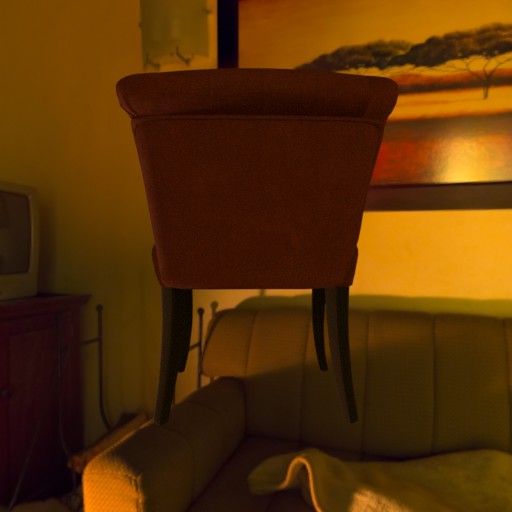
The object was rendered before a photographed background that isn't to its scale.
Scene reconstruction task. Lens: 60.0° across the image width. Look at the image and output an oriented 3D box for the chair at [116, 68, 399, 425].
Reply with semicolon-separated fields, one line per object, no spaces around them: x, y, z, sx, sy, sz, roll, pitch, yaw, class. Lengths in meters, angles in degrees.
0.000;0.000;1.148;0.582;0.750;0.605;0;0;-2;chair
